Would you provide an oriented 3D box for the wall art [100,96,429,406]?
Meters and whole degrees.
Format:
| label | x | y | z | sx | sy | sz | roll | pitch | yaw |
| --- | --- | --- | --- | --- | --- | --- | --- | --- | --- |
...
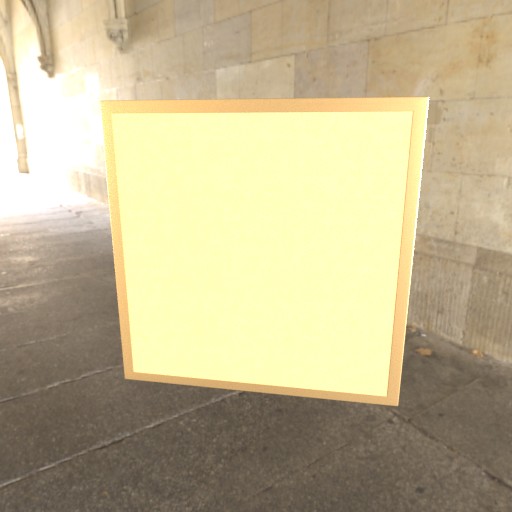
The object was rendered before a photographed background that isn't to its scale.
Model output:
| label | x | y | z | sx | sy | sz | roll | pitch | yaw |
| --- | --- | --- | --- | --- | --- | --- | --- | --- | --- |
| wall art | 0.000 | 0.000 | 0.458 | 0.305 | 0.305 | 0.023 | 3 | 16 | 10 |
